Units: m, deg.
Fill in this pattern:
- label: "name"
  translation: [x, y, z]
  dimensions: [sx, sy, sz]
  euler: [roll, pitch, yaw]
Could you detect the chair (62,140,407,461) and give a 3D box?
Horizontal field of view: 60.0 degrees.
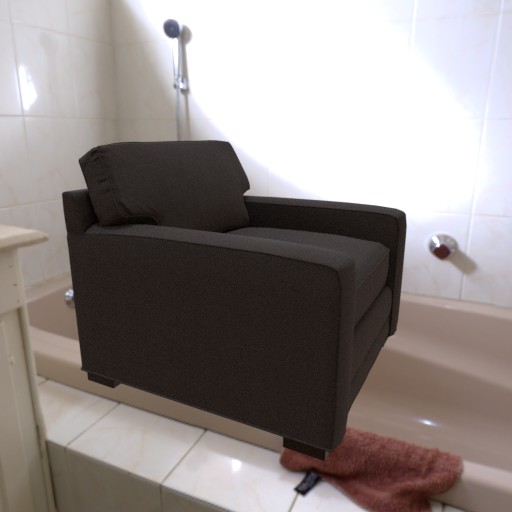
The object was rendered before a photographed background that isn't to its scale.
- label: "chair"
  translation: [0.000, 0.000, 1.823]
  dimensions: [1.043, 0.913, 0.997]
  euler: [8, 17, 26]
